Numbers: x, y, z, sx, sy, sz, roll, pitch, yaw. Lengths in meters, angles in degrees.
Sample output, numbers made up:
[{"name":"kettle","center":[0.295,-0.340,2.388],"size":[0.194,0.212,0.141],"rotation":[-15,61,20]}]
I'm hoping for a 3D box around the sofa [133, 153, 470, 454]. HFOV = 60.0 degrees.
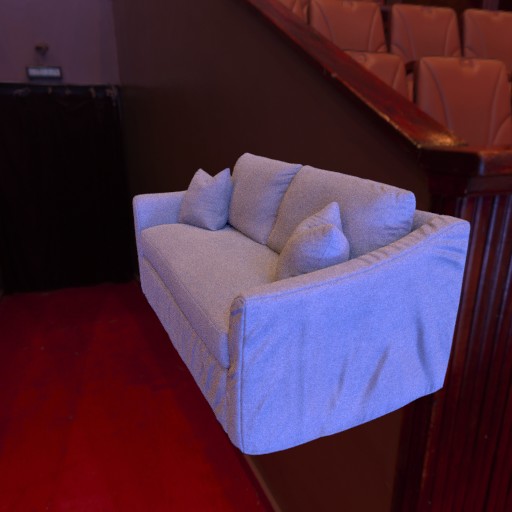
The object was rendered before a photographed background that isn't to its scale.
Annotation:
[{"name":"sofa","center":[0.000,0.000,2.581],"size":[1.072,1.018,2.010],"rotation":[-8,20,-24]}]
